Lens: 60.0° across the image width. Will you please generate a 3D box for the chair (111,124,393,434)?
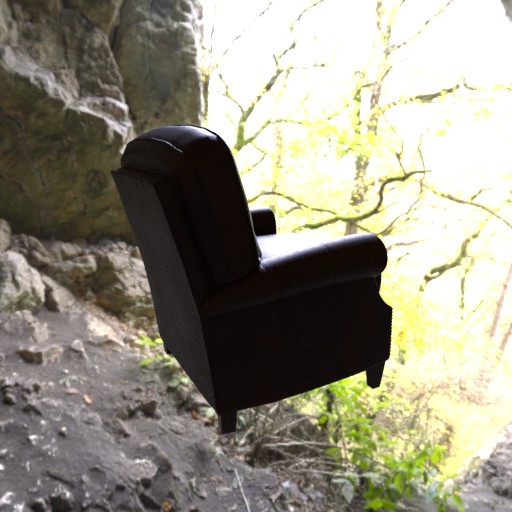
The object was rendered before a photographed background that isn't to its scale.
[{"bbox_3d":[0.000,0.000,1.813,0.986,1.018,0.936,-7,16,-27],"label":"chair"}]
